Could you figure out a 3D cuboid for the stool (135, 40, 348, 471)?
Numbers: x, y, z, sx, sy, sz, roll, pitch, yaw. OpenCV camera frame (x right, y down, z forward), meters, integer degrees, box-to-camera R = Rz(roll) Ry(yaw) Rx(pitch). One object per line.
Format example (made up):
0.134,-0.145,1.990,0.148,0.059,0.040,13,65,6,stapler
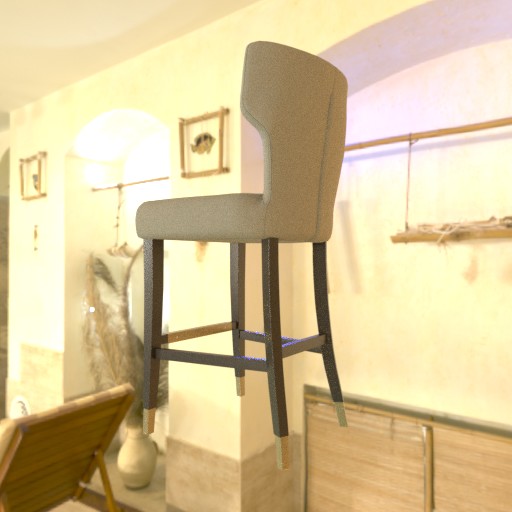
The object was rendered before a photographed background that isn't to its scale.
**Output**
0.000,0.000,1.409,0.563,1.092,0.526,0,0,36,stool
